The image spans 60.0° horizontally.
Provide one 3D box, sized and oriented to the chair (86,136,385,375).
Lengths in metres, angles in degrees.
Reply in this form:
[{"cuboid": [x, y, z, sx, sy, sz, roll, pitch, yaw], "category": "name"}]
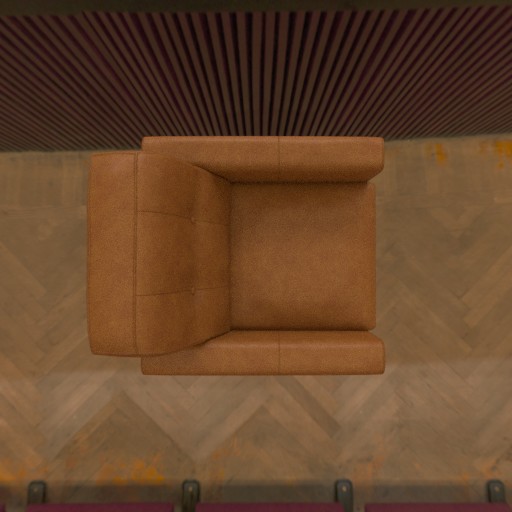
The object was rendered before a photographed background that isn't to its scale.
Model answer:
[{"cuboid": [0.000, 0.000, 1.681, 0.942, 0.968, 0.845, 0, 89, 0], "category": "chair"}]
